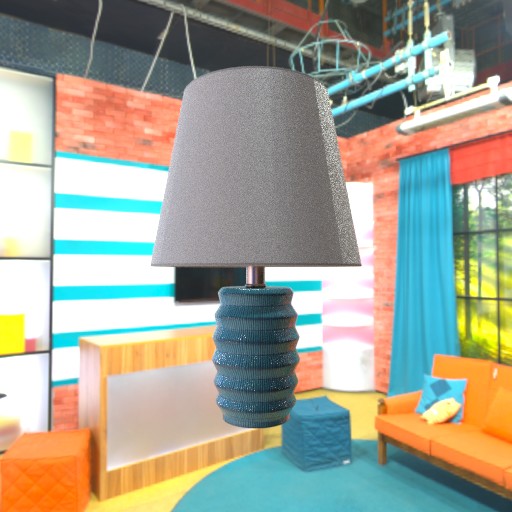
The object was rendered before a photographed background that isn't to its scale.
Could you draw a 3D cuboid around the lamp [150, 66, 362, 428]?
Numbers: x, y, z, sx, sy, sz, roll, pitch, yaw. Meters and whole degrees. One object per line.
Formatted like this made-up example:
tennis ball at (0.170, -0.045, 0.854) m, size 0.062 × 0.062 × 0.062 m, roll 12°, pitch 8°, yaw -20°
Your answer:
lamp at (0.000, 0.000, 0.546) m, size 0.254 × 0.392 × 0.254 m, roll 0°, pitch -2°, yaw 0°
